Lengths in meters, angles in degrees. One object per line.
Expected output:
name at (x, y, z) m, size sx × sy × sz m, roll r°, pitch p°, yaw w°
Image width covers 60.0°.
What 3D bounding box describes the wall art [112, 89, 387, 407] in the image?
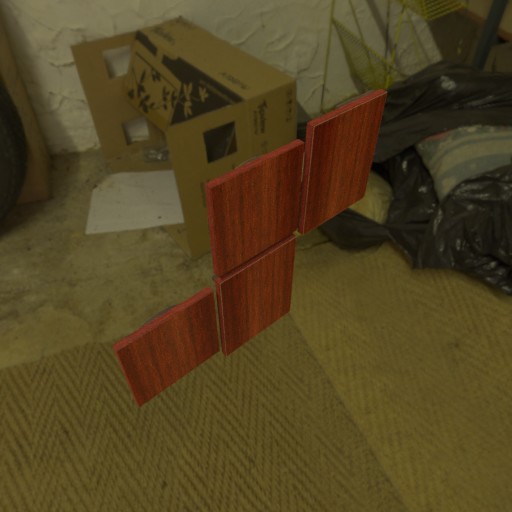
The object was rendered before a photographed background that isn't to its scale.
wall art at (0.000, 0.000, 0.885) m, size 0.635 × 0.497 × 0.030 m, roll -31°, pitch 53°, yaw -27°
